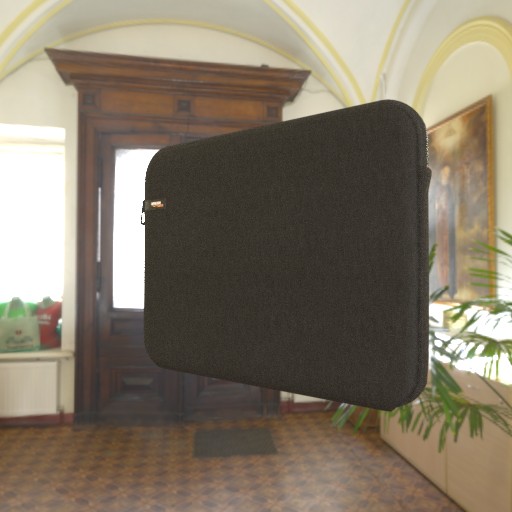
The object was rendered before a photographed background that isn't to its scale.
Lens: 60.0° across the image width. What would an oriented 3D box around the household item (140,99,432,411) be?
[{"bbox_3d":[0.000,0.000,0.525,0.396,0.305,0.030,-1,-1,35],"label":"household item"}]
